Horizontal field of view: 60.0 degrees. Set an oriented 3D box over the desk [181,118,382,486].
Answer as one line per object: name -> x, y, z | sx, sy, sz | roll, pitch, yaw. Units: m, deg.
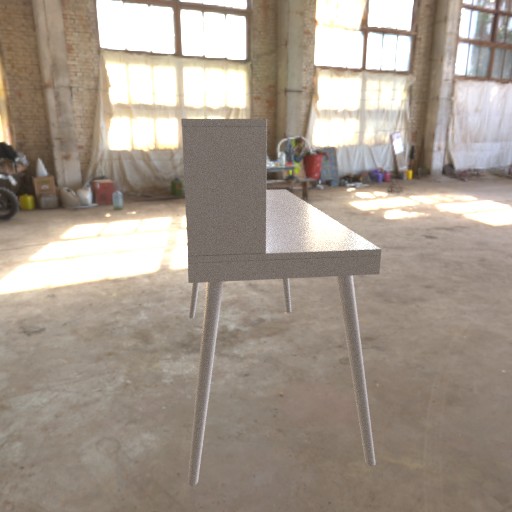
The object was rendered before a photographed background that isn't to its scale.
desk -> 0.000, 0.000, 1.721 | 0.559, 0.990, 1.199 | -2, 16, -8
